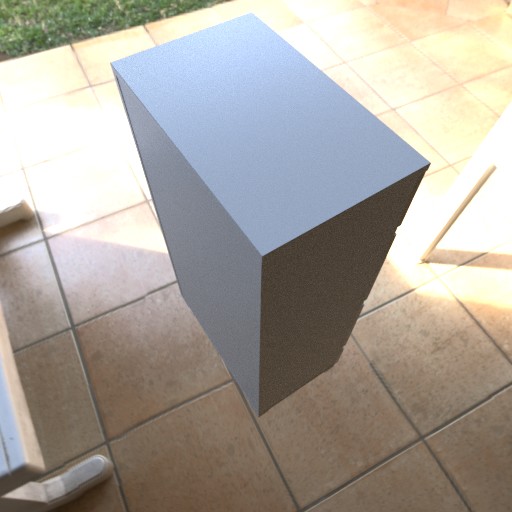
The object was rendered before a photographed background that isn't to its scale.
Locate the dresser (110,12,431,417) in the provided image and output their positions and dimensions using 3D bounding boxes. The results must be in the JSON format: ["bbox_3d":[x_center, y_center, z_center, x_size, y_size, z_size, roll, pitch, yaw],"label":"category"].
[{"bbox_3d":[0.000,0.000,1.461,0.400,1.190,0.650,-29,62,-17],"label":"dresser"}]
